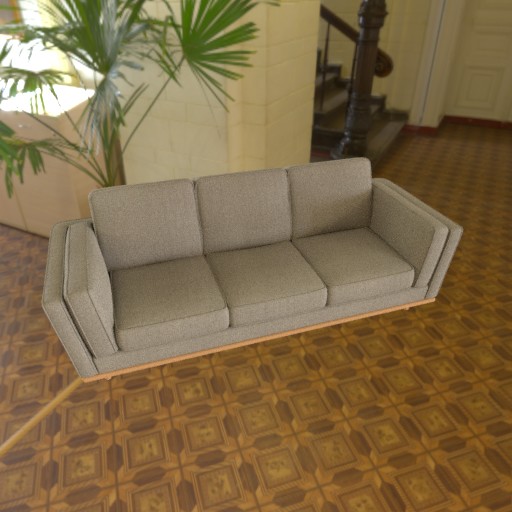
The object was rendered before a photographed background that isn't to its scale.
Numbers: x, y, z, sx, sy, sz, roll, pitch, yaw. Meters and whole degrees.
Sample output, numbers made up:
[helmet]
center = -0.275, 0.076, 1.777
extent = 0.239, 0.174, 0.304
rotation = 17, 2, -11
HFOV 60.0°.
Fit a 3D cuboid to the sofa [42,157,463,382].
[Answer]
[sofa]
center = 0.000, 0.000, 2.804
extent = 2.362, 0.899, 0.903
rotation = -10, 33, -16
